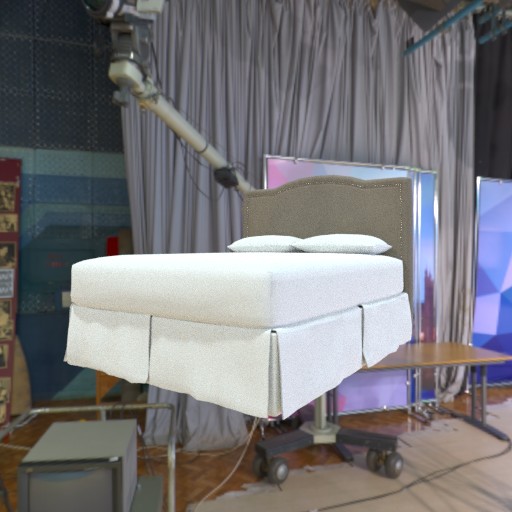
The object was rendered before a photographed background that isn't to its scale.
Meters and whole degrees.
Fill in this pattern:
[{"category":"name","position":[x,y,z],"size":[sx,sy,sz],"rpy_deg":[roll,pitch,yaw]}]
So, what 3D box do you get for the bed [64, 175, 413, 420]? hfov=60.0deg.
[{"category":"bed","position":[0.000,0.000,3.263],"size":[1.744,1.441,2.128],"rpy_deg":[1,2,35]}]
